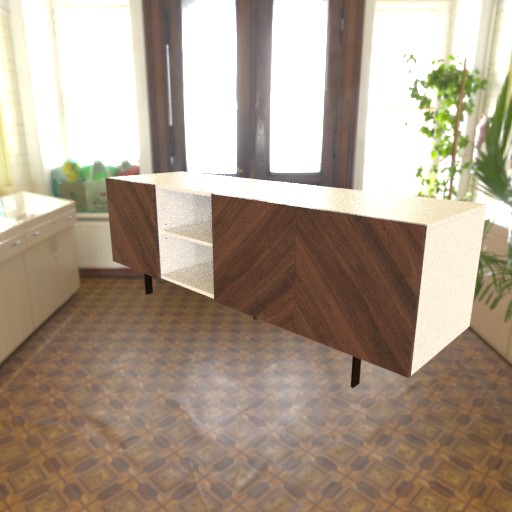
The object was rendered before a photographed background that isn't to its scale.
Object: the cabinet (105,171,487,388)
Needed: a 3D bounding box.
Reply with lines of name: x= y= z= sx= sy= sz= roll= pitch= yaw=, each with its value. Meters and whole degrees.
cabinet: x=0.000 y=0.000 z=1.745 sx=1.499 sy=0.533 sz=0.431 roll=15 pitch=22 yaw=42
